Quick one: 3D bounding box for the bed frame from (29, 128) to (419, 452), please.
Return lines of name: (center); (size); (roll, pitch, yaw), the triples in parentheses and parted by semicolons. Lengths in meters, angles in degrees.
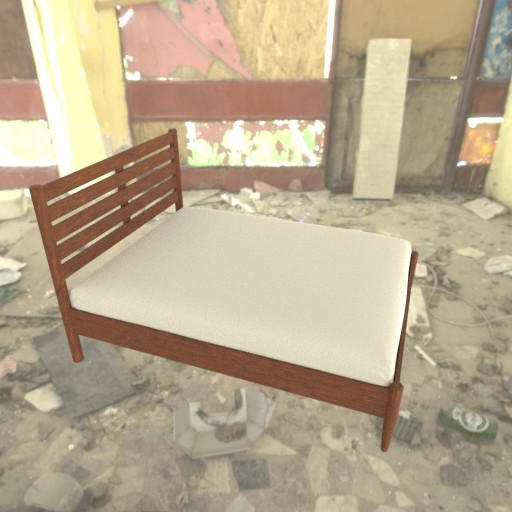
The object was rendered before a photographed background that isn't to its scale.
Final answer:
bed frame: (0.000, 0.000, 3.221); (2.234, 1.321, 1.655); (10, 30, 18)
